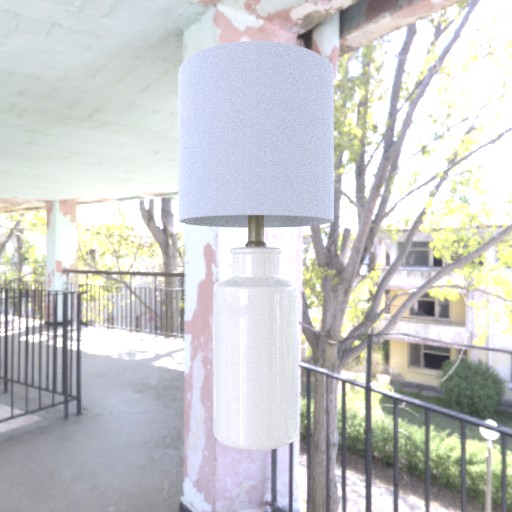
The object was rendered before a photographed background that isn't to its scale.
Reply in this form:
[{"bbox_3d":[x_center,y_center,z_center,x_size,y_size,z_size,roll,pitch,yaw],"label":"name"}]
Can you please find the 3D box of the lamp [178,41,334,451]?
[{"bbox_3d":[0.000,0.000,0.612,0.212,0.493,0.212,0,0,-36],"label":"lamp"}]
